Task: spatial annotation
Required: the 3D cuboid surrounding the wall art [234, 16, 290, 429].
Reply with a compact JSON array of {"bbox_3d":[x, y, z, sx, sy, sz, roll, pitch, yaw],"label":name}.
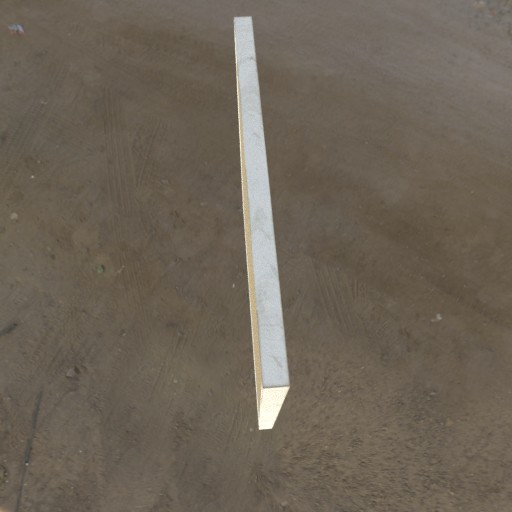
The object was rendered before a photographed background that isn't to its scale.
[{"bbox_3d":[0.000,0.000,1.113,0.038,0.757,0.760,-4,65,-2],"label":"wall art"}]
